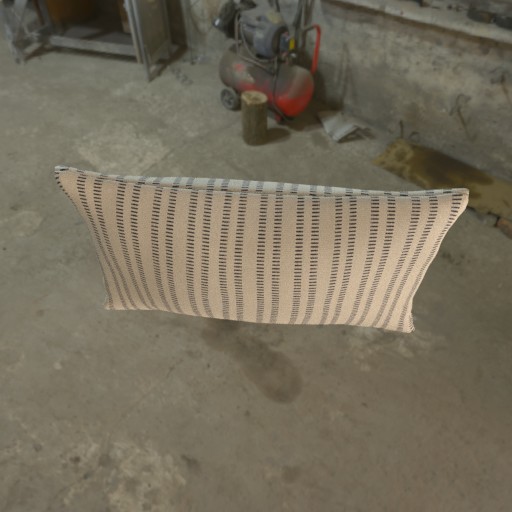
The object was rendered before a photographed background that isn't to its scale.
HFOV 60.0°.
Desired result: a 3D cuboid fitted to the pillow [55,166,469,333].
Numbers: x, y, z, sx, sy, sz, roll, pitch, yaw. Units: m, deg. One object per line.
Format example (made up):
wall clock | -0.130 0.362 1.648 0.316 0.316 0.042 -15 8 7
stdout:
pillow | 0.000 0.000 0.797 0.640 0.353 0.210 4 47 4
